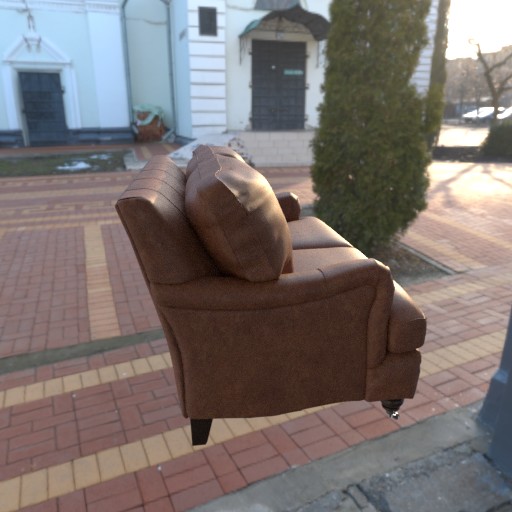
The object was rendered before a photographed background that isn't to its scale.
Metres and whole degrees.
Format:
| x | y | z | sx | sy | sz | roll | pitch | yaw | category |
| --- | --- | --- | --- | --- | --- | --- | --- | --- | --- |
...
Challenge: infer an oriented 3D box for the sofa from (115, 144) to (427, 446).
| x | y | z | sx | sy | sz | roll | pitch | yaw | category |
| --- | --- | --- | --- | --- | --- | --- | --- | --- | --- |
| 0.000 | 0.000 | 2.193 | 1.077 | 1.004 | 1.527 | -3 | 18 | -8 | sofa |
